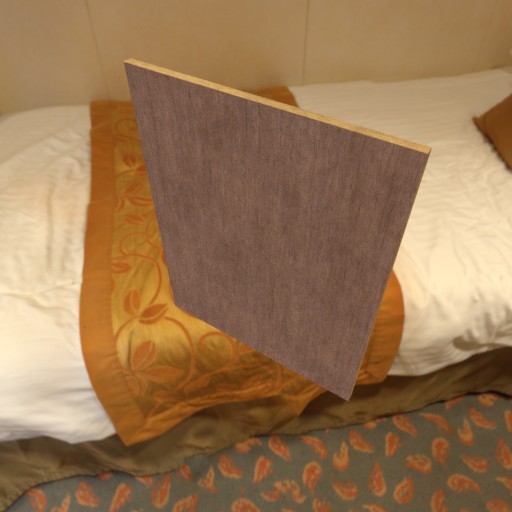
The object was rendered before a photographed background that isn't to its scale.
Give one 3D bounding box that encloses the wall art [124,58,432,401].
[{"bbox_3d":[0.000,0.000,0.918,0.534,0.686,0.018,25,51,22],"label":"wall art"}]
